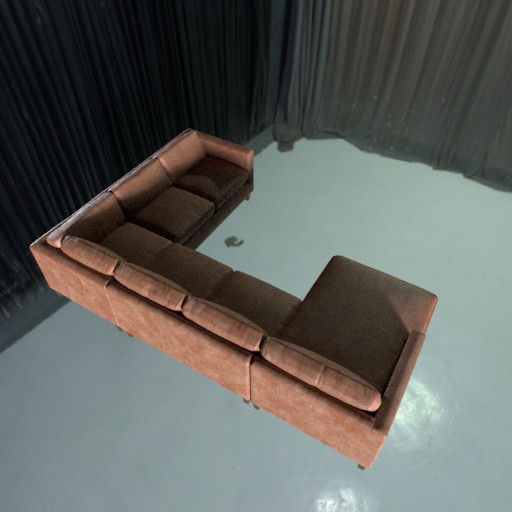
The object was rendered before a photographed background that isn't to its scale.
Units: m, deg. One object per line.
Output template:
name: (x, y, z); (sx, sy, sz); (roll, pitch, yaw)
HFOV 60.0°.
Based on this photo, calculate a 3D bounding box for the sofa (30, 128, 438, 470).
sofa: (0.000, 0.000, 4.374); (3.401, 0.832, 2.430); (23, 50, 21)
